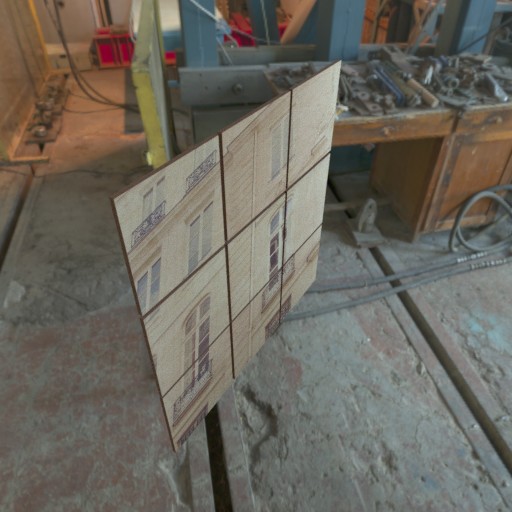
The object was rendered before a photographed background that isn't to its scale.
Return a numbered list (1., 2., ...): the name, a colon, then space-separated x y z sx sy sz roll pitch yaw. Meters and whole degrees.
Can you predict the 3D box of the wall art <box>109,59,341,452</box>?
1. wall art: 0.000 0.000 1.798 0.024 1.218 1.221 23 45 25
